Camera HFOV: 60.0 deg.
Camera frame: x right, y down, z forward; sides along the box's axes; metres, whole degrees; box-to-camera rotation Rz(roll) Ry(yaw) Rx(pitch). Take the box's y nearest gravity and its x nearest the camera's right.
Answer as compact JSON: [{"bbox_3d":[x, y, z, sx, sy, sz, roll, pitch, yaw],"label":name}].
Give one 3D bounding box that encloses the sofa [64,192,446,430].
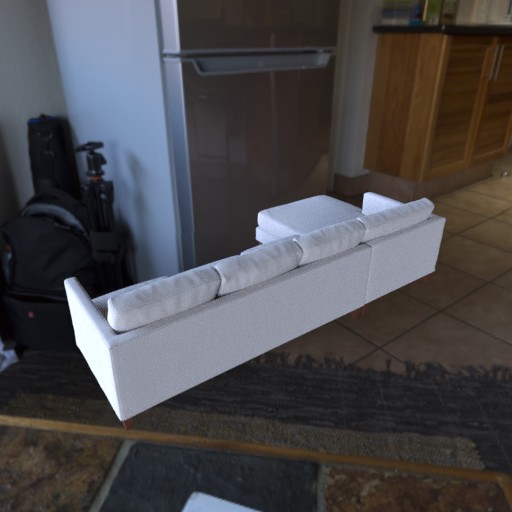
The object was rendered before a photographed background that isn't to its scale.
[{"bbox_3d":[0.000,0.000,3.948,3.186,0.861,1.625,-18,33,-31],"label":"sofa"}]
